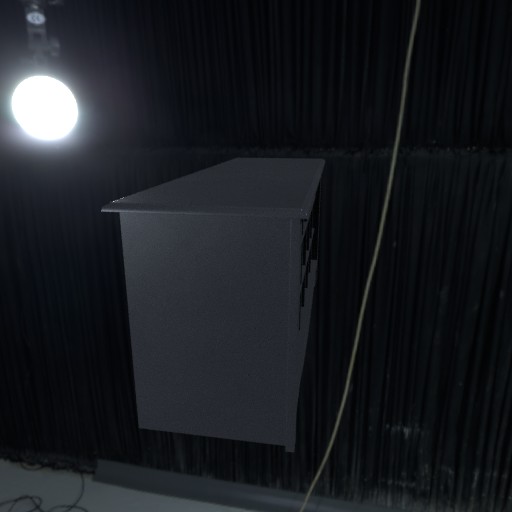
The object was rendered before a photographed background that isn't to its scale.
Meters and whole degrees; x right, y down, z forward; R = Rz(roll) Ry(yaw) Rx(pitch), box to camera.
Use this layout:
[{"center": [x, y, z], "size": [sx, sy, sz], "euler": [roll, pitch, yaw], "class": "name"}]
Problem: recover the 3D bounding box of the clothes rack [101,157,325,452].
[{"center": [0.000, 0.000, 1.493], "size": [0.406, 0.556, 1.219], "euler": [3, 17, 10], "class": "clothes rack"}]
